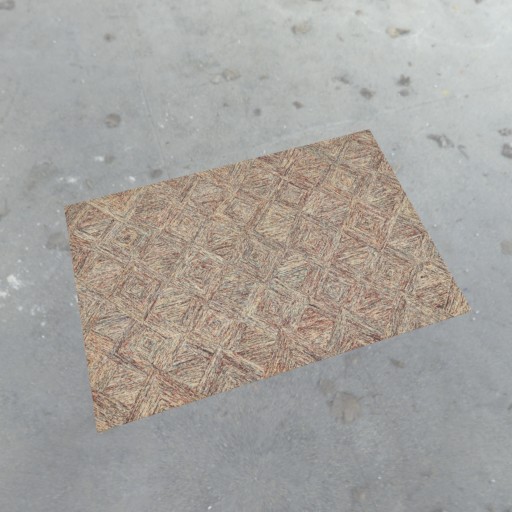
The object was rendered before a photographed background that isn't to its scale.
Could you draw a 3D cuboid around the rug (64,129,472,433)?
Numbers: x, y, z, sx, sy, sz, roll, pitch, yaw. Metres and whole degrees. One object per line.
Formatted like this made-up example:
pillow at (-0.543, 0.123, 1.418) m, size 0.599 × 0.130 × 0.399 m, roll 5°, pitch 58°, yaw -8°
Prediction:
rug at (0.000, 0.000, 2.878) m, size 2.285 × 0.019 × 1.523 m, roll -16°, pitch 64°, yaw -8°
